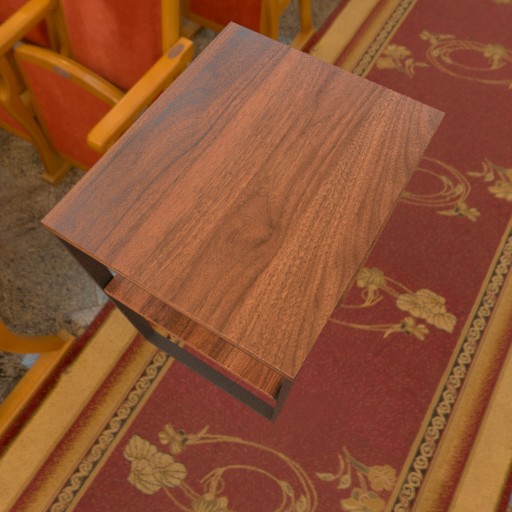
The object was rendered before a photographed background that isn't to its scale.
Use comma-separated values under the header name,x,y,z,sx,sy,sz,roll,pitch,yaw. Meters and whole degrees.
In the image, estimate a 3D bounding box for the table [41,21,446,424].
name,x,y,z,sx,sy,sz,roll,pitch,yaw
table,0.000,0.000,1.540,0.660,1.041,0.786,29,68,13
